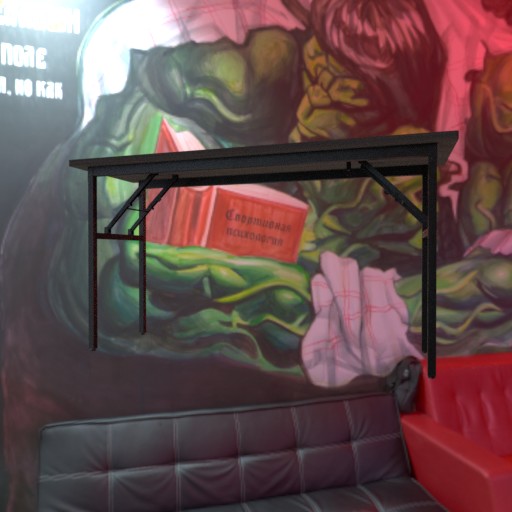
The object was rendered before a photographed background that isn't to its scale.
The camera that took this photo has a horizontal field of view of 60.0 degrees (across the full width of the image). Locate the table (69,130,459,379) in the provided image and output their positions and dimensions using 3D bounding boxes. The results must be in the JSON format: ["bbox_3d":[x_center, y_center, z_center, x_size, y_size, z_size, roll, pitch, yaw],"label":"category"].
[{"bbox_3d":[0.000,0.000,1.735,1.399,0.750,0.449,0,1,18],"label":"table"}]
